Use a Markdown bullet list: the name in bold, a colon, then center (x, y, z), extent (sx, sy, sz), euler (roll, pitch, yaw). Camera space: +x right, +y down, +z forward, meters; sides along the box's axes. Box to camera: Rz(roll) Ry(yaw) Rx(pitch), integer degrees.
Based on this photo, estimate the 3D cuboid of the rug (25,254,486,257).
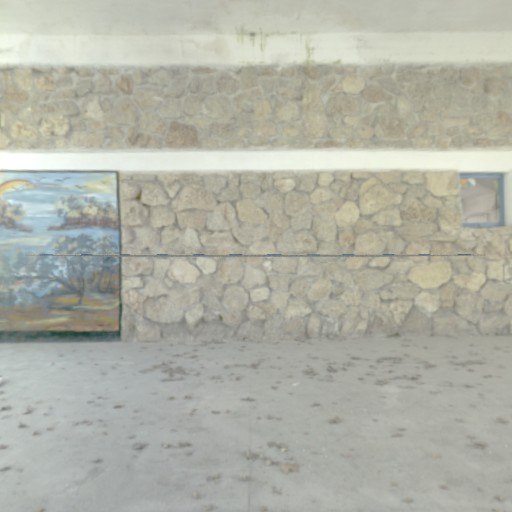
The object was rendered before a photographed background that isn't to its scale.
- **rug**: center (0.000, 0.000, 4.168), extent (3.059, 0.008, 2.453), euler (0, 0, 0)
